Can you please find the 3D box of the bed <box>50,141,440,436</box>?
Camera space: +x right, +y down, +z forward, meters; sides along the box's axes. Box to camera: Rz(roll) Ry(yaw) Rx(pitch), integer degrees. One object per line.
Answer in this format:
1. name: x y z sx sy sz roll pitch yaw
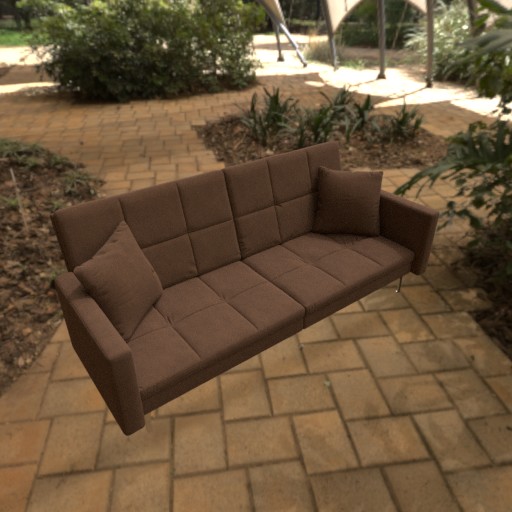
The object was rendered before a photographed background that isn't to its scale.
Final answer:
1. bed: 0.000 0.000 2.335 1.905 0.787 0.889 -21 37 -31
